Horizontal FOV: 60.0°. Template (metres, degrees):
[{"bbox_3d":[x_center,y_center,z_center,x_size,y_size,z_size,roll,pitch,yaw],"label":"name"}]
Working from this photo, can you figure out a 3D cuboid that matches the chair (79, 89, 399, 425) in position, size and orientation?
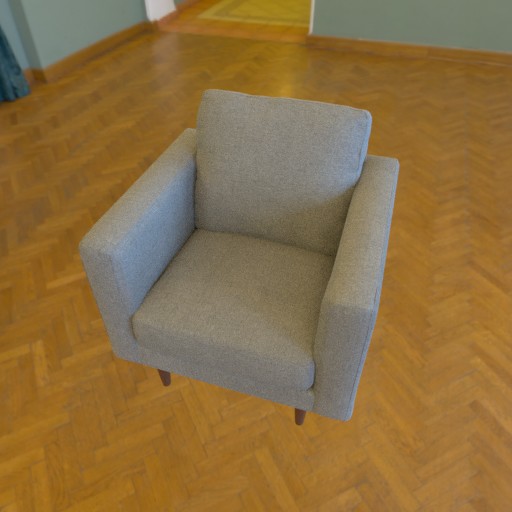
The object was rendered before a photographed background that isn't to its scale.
[{"bbox_3d":[0.000,0.000,1.568,0.855,0.927,0.800,12,43,13],"label":"chair"}]
